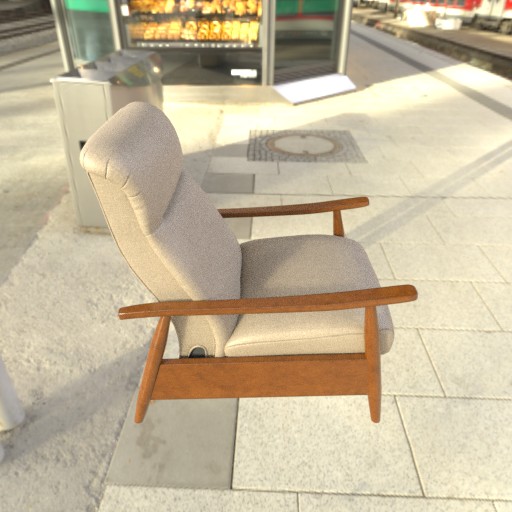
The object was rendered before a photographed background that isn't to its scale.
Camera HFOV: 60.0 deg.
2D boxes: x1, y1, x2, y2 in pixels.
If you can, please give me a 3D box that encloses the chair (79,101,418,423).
[{"bbox_3d":[0.000,0.000,1.763,1.032,1.082,0.762,0,32,0],"label":"chair"}]
